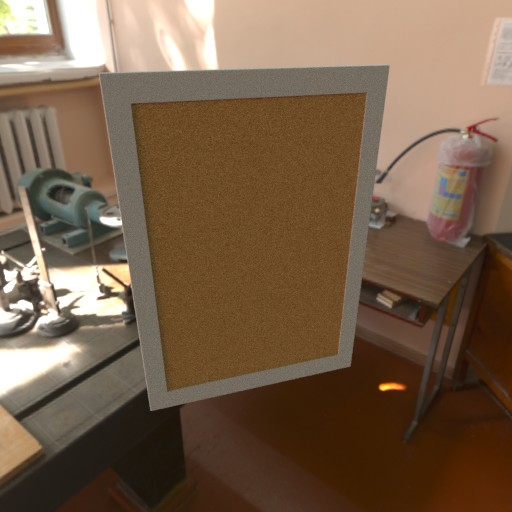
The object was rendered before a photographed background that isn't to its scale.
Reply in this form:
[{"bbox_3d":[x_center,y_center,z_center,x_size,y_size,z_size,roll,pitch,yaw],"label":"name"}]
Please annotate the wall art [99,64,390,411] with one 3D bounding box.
[{"bbox_3d":[0.000,0.000,0.676,0.374,0.529,0.012,-8,29,-15],"label":"wall art"}]
